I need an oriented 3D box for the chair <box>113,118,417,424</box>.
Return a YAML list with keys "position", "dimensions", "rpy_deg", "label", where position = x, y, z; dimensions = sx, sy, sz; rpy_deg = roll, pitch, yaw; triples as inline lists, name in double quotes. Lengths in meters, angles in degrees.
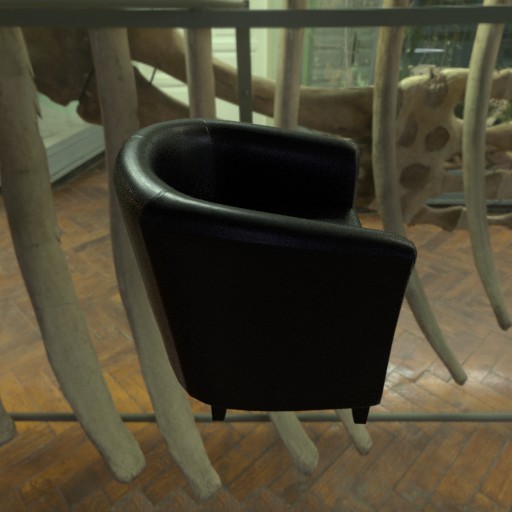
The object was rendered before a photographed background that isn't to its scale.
- position: [0.000, 0.000, 1.396]
  dimensions: [0.727, 0.756, 0.793]
  rpy_deg: [1, 31, 1]
  label: "chair"
